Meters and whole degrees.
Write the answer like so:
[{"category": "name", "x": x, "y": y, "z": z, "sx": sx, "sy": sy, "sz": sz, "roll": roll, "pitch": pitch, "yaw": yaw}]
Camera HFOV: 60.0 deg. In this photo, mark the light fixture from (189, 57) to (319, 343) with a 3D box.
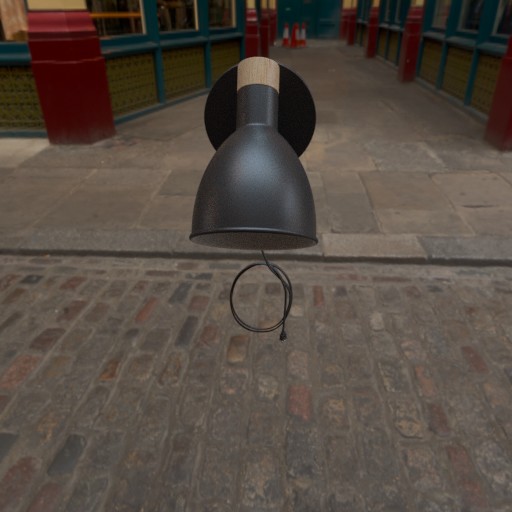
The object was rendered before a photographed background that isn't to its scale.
[{"category": "light fixture", "x": 0.000, "y": 0.000, "z": 0.494, "sx": 0.127, "sy": 0.401, "sz": 0.203, "roll": 1, "pitch": 30, "yaw": 2}]
